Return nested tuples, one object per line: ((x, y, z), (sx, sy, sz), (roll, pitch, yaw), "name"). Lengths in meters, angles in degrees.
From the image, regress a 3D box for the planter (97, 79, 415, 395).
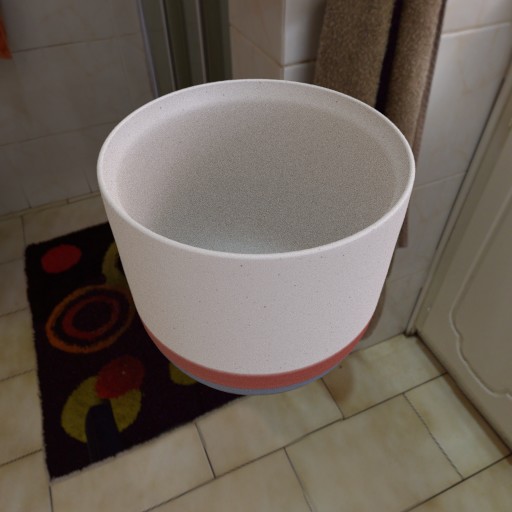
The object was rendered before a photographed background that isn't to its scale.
((0.000, 0.000, 0.476), (0.268, 0.270, 0.268), (0, 46, 0), "planter")
